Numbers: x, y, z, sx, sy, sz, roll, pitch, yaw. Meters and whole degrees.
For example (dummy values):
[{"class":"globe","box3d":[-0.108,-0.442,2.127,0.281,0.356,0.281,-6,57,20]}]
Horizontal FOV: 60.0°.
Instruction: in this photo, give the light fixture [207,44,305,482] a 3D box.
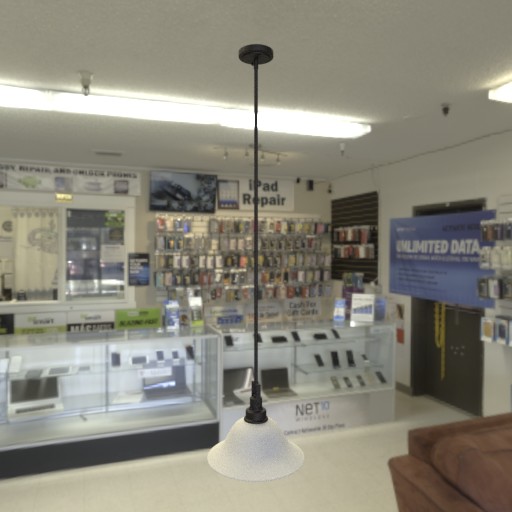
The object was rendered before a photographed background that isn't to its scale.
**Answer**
[{"class":"light fixture","box3d":[0.000,0.000,1.465,0.324,1.337,0.324,0,1,-18]}]
